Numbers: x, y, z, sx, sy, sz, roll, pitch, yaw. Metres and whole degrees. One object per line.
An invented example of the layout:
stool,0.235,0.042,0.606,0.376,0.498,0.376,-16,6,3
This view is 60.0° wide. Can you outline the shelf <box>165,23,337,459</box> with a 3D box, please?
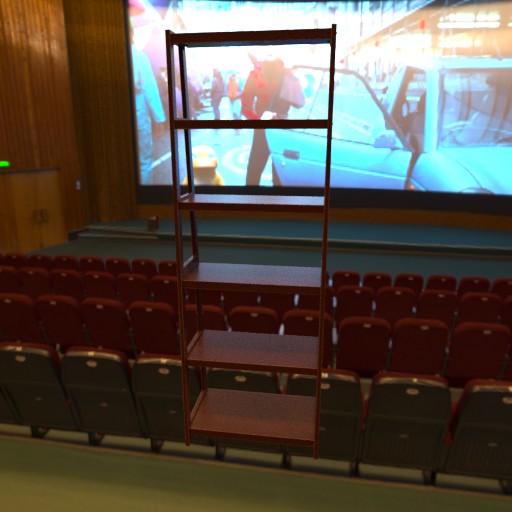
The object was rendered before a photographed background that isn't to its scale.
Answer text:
shelf,0.000,0.000,2.098,0.660,1.892,0.381,2,16,8
